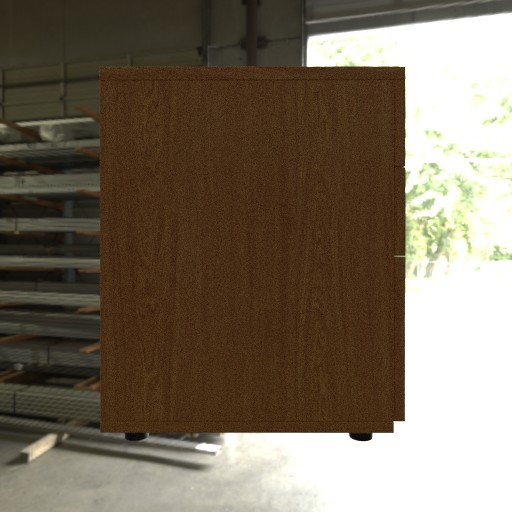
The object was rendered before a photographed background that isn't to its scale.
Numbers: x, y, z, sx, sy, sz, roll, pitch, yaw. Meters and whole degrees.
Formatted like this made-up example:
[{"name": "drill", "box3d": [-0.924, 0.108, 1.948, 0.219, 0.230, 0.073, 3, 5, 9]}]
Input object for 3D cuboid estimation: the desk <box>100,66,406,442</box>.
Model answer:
[{"name": "desk", "box3d": [0.000, 0.000, 1.054, 0.600, 0.730, 0.404, 0, 0, 0]}]
